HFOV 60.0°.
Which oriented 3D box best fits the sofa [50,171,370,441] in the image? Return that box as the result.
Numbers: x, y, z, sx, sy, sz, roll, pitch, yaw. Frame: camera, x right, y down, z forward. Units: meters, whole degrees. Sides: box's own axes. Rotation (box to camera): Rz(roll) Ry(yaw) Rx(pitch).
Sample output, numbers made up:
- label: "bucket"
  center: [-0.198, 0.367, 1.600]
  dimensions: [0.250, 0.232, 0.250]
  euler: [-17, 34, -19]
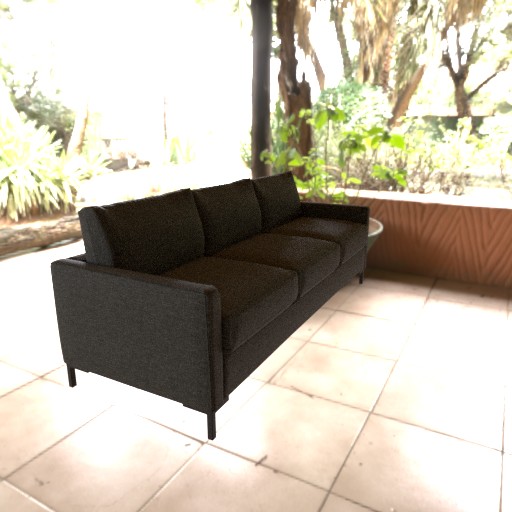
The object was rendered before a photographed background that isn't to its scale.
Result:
- label: "sofa"
  center: [0.000, 0.000, 2.728]
  dimensions: [0.876, 0.879, 2.253]
  euler: [8, 17, 27]
